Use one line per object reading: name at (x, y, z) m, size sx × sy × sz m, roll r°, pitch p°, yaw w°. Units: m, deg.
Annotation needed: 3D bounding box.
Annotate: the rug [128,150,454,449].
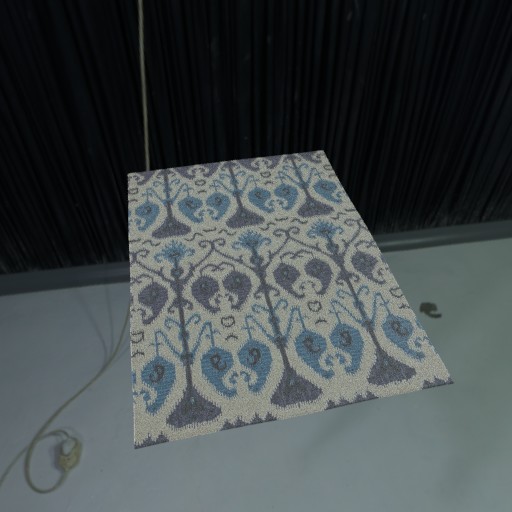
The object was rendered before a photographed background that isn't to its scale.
rug at (0.000, 0.000, 2.993) m, size 1.676 × 0.013 × 2.261 m, roll -9°, pitch 47°, yaw -8°
